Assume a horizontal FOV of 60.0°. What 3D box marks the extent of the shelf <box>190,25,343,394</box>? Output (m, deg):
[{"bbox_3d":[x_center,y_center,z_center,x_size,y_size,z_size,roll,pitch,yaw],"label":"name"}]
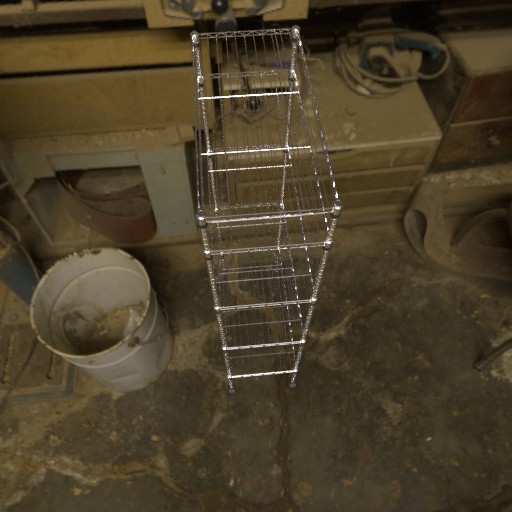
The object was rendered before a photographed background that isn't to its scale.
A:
[{"bbox_3d":[0.000,0.000,1.910,0.356,1.587,0.762,-5,59,-3],"label":"shelf"}]
